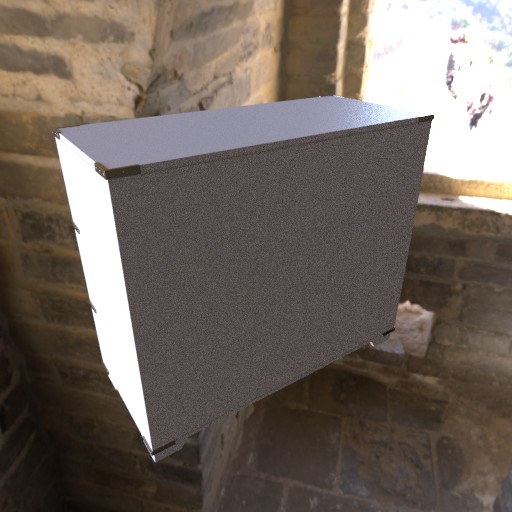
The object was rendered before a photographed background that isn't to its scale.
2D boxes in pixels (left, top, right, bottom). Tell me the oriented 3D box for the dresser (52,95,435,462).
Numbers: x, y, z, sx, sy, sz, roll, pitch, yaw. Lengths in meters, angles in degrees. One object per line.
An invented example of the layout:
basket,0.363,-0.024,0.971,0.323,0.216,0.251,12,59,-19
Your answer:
dresser,0.000,0.000,1.492,1.022,0.891,0.460,-18,33,-30
